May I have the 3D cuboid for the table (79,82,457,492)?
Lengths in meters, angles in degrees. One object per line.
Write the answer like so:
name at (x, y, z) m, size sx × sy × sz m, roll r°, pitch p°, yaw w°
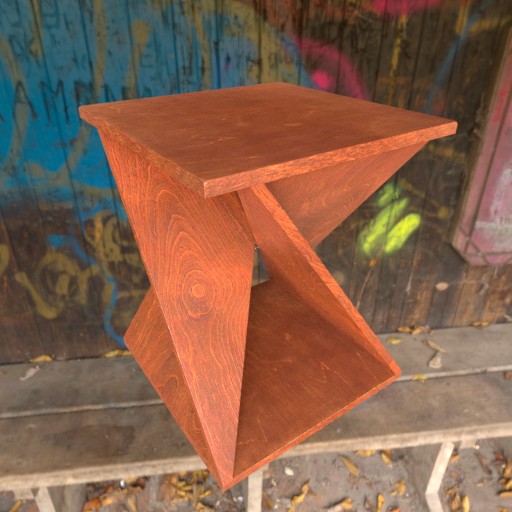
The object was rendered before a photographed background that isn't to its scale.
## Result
table at (0.000, 0.000, 0.828) m, size 0.427 × 0.520 × 0.427 m, roll -20°, pitch 36°, yaw -30°
